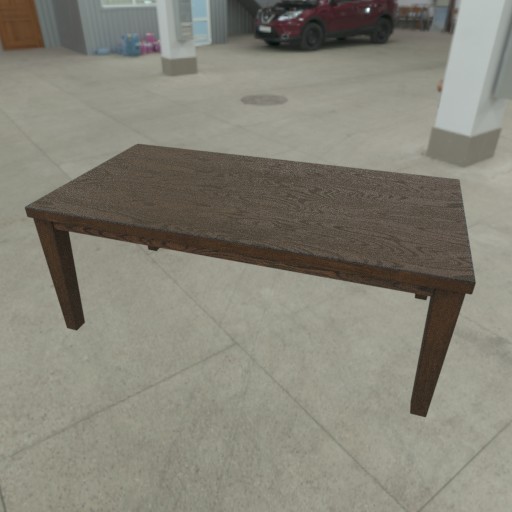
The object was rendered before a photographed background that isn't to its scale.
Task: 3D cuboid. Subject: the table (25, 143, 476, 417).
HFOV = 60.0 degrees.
[{"bbox_3d":[0.000,0.000,2.447,1.981,0.762,1.016,10,33,15],"label":"table"}]
